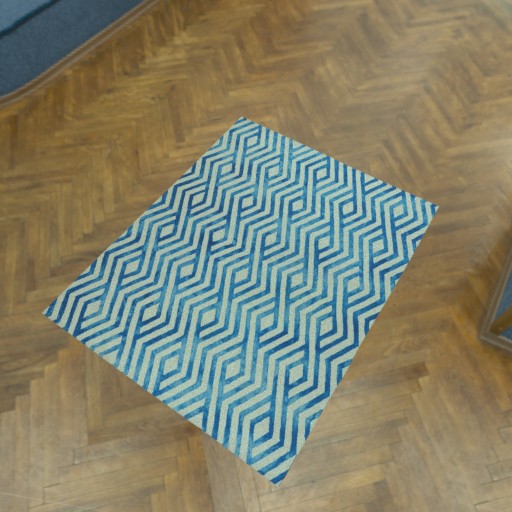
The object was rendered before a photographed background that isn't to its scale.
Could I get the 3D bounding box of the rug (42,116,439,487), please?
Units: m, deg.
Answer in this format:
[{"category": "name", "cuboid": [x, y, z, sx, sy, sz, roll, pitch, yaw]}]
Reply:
[{"category": "rug", "cuboid": [0.000, 0.000, 4.185, 2.453, 0.008, 3.059, 29, 62, 17]}]
